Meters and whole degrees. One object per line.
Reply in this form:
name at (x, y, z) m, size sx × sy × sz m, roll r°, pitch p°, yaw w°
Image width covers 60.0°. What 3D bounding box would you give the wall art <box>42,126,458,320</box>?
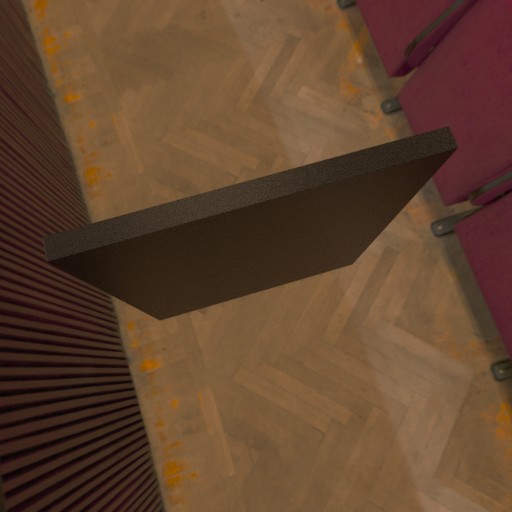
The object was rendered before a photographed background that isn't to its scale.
wall art at (0.000, 0.000, 0.745) m, size 0.457 × 0.557 × 0.028 m, roll -16°, pitch 76°, yaw -4°
